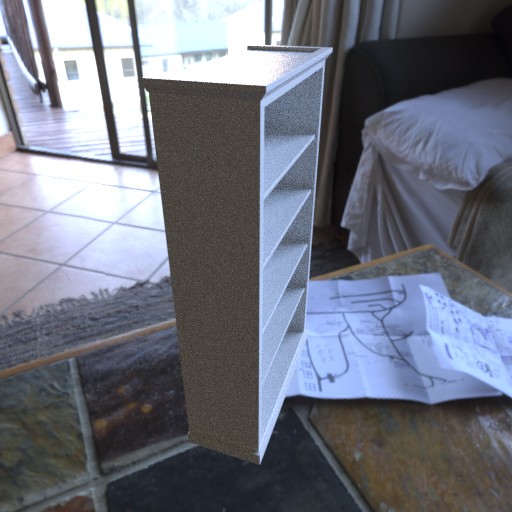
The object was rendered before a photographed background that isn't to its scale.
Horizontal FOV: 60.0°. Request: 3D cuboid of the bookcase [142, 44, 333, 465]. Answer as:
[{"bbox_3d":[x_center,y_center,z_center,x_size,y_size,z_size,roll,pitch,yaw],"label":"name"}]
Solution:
[{"bbox_3d":[0.000,0.000,2.302,0.432,1.880,1.050,10,33,16],"label":"bookcase"}]
